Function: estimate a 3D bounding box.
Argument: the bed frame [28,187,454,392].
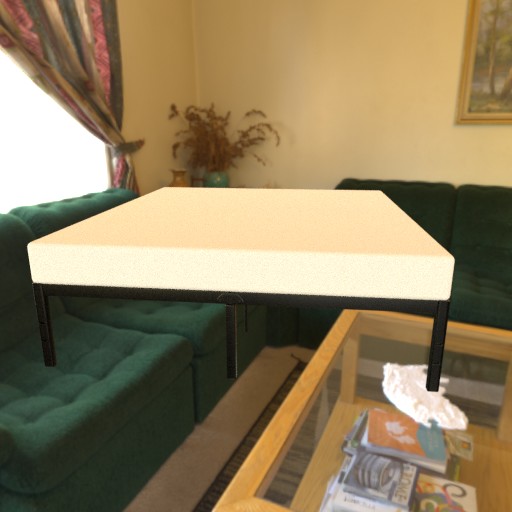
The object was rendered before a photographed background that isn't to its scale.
[{"bbox_3d":[0.000,0.000,3.061,1.963,0.659,2.079,2,16,6],"label":"bed frame"}]
